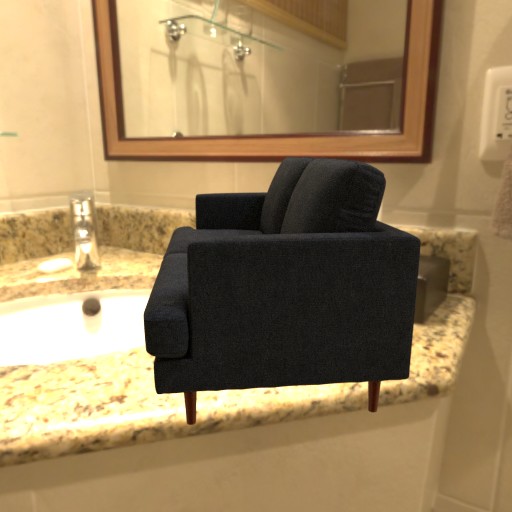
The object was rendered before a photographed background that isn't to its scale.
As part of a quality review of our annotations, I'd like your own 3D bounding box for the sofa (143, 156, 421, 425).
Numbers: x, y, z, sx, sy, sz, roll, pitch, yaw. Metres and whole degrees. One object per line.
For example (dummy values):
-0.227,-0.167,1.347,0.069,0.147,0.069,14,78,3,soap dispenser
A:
0.000,0.000,2.165,0.903,0.944,1.582,-2,14,-6,sofa
